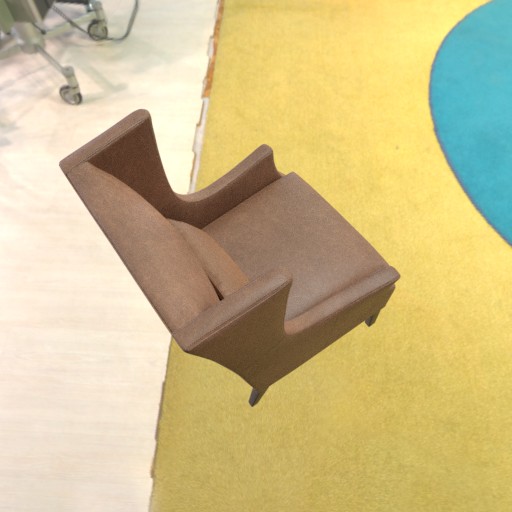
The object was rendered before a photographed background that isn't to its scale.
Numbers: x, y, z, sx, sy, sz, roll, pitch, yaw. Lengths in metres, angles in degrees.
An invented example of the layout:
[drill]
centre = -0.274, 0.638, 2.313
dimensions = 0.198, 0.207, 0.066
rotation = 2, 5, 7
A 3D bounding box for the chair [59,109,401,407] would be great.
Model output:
[chair]
centre = 0.000, 0.000, 1.698
dimensions = 0.913, 1.088, 0.815
rotation = -32, 64, -18
